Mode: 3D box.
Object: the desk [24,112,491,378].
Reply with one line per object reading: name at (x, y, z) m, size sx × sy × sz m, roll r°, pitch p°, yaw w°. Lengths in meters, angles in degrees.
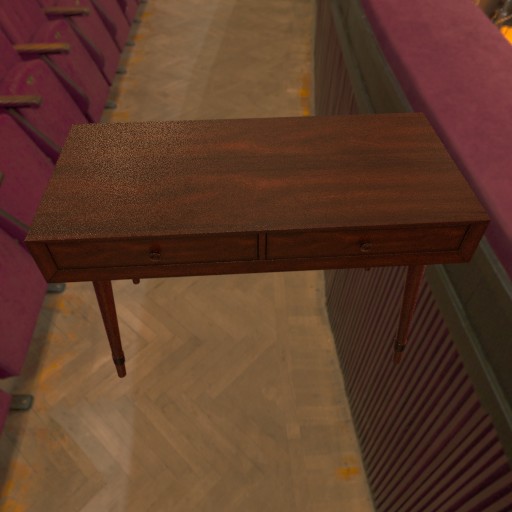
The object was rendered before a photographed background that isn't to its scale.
desk at (0.000, 0.000, 2.116) m, size 1.577 × 1.031 × 0.734 m, roll -3°, pitch 47°, yaw -3°
